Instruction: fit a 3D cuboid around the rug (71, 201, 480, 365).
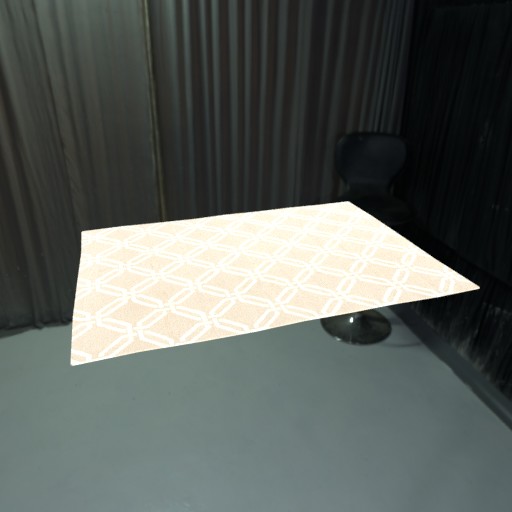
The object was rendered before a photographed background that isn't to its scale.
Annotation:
[{"bbox_3d":[0.000,0.000,2.797,2.135,0.013,1.524,-8,27,-16],"label":"rug"}]
